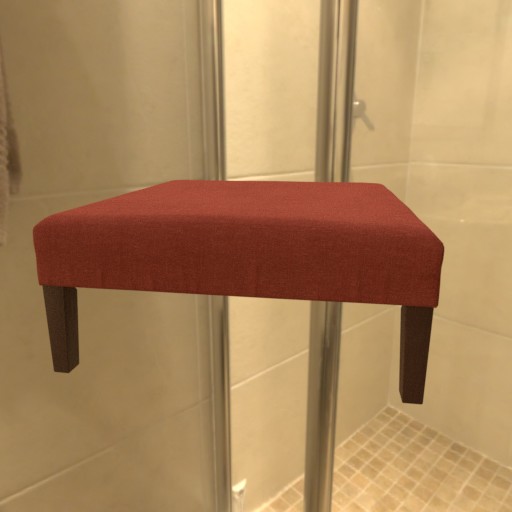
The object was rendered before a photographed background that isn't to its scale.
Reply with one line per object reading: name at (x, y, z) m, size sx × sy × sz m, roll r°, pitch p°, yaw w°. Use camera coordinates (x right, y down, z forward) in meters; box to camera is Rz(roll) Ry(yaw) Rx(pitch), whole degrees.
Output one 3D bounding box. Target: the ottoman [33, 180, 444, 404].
ottoman at (0.000, 0.000, 1.385) m, size 0.890 × 0.411 × 0.889 m, roll 2°, pitch 15°, yaw 9°
